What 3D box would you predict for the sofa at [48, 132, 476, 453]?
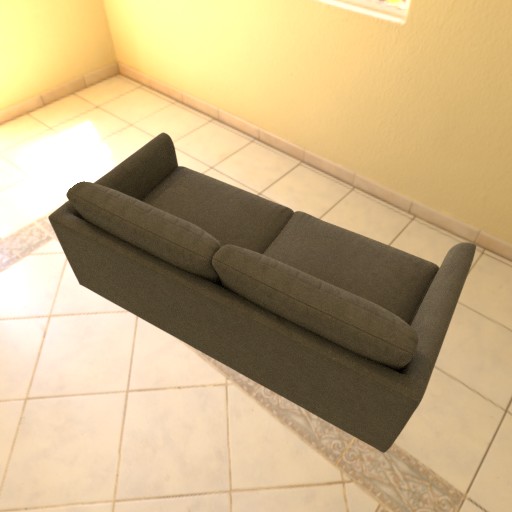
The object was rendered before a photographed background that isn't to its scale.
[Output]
[{"bbox_3d":[0.000,0.000,2.703,2.257,0.838,1.092,24,52,20],"label":"sofa"}]
